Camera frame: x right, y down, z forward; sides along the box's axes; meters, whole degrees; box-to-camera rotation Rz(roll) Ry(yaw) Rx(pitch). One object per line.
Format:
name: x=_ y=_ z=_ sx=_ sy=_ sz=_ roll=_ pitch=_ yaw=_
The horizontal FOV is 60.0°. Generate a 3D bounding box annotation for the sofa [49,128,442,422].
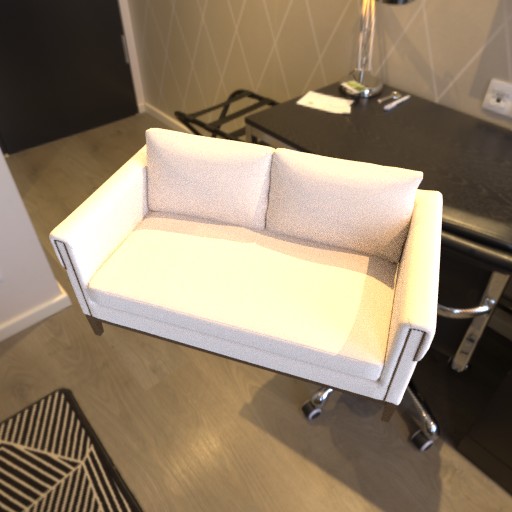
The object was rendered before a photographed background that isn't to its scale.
sofa: x=0.000 y=0.000 z=2.148 sx=1.598 sy=0.873 sz=0.905 roll=13 pitch=44 yaw=14
